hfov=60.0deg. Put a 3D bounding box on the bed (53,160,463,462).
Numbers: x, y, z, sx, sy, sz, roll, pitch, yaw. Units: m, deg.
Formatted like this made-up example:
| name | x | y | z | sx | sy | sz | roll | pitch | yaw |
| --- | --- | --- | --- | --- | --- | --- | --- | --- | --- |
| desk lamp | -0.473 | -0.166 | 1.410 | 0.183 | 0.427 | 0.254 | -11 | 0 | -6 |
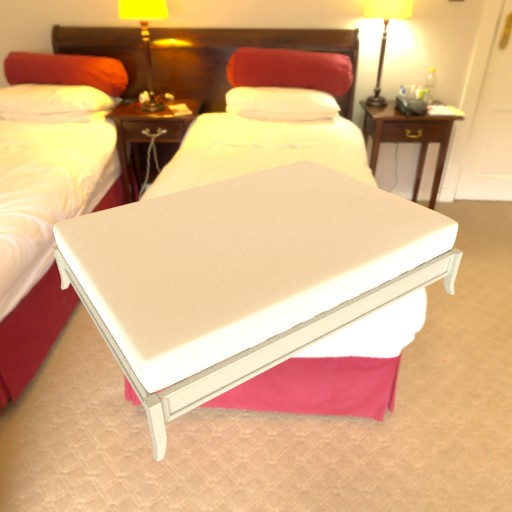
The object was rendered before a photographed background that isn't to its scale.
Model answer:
| name | x | y | z | sx | sy | sz | roll | pitch | yaw |
| --- | --- | --- | --- | --- | --- | --- | --- | --- | --- |
| bed | 0.000 | 0.000 | 2.637 | 1.985 | 0.510 | 1.460 | -20 | 37 | -29 |
